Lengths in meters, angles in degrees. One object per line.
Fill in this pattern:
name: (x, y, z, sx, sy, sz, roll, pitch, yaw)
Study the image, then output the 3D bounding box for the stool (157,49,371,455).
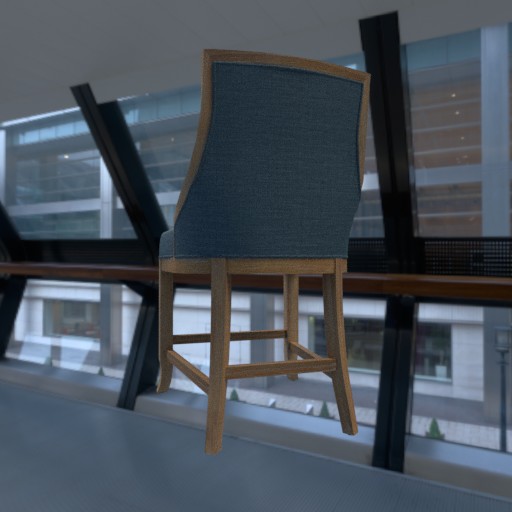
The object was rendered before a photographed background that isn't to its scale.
stool: (0.000, 0.000, 1.333, 0.524, 0.938, 0.626, 0, -1, -18)
